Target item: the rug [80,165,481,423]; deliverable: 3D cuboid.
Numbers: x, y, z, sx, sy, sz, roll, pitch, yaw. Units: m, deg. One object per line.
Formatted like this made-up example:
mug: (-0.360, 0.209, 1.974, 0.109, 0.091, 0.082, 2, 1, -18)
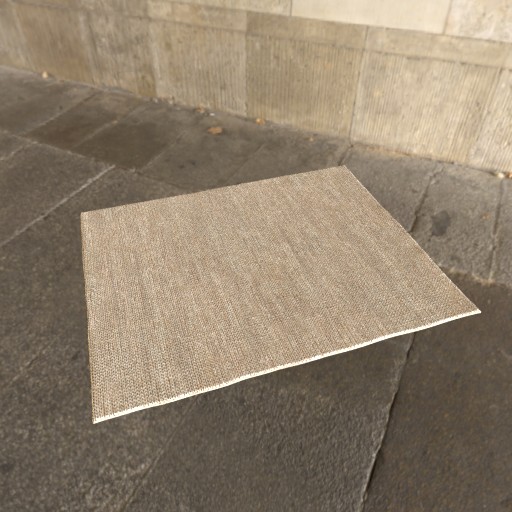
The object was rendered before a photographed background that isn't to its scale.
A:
rug: (0.000, 0.000, 4.096, 3.052, 0.030, 2.429, -13, 43, -14)
